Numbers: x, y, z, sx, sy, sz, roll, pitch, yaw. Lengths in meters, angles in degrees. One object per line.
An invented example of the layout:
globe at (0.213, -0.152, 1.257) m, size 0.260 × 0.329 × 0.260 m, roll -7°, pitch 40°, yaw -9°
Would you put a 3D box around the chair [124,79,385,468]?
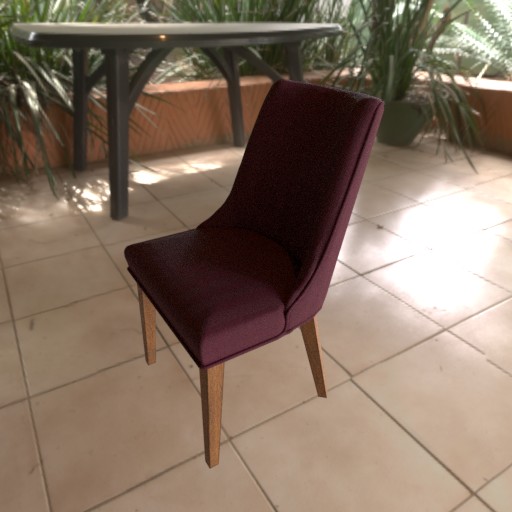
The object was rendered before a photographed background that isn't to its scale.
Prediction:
chair at (0.000, 0.000, 1.321) m, size 0.638 × 0.916 × 0.548 m, roll -17°, pitch 34°, yaw -28°
